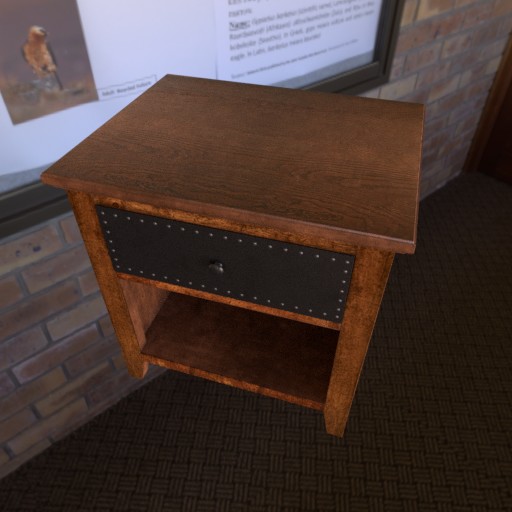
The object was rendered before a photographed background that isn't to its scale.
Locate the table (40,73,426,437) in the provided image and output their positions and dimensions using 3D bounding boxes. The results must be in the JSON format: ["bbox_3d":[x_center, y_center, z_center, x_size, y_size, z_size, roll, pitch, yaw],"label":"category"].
[{"bbox_3d":[0.000,0.000,1.004,0.586,0.597,0.461,12,43,13],"label":"table"}]
